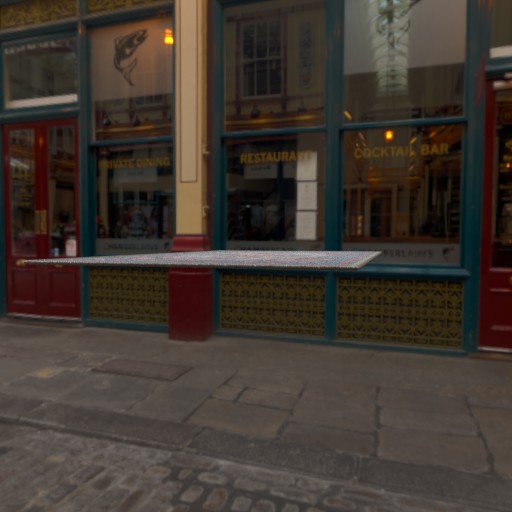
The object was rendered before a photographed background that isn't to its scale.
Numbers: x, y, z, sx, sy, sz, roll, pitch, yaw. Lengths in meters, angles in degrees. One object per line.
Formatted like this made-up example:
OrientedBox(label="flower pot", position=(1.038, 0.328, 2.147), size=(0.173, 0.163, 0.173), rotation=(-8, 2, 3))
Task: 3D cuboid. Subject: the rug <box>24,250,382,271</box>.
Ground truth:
OrientedBox(label="rug", position=(0.000, 0.000, 2.193), size=(1.144, 0.014, 1.748), rotation=(1, 2, 18))
